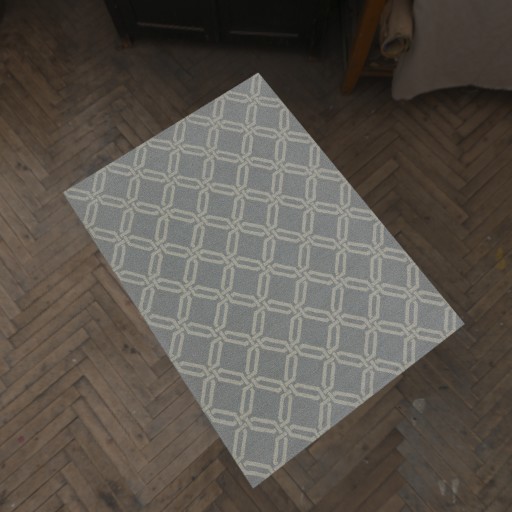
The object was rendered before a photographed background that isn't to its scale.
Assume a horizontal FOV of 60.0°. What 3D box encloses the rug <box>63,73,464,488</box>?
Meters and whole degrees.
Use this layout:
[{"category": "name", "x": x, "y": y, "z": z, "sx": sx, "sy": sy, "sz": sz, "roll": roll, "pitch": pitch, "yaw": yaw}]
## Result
[{"category": "rug", "x": 0.000, "y": 0.000, "z": 4.340, "sx": 2.438, "sy": 0.013, "sz": 3.353, "roll": -34, "pitch": 78, "yaw": -8}]
